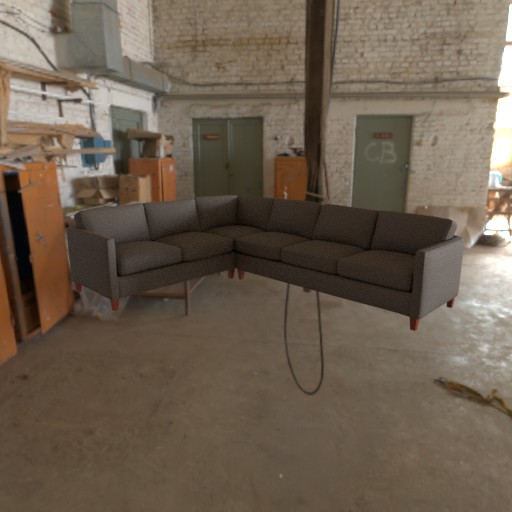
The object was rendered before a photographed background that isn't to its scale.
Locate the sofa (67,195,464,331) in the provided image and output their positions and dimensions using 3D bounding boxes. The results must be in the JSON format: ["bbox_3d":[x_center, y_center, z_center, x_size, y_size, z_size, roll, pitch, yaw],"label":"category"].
[{"bbox_3d":[0.000,0.000,4.604,3.302,0.947,2.593,13,19,43],"label":"sofa"}]
